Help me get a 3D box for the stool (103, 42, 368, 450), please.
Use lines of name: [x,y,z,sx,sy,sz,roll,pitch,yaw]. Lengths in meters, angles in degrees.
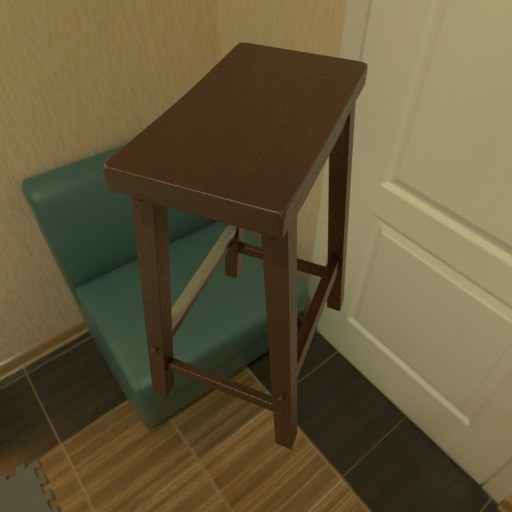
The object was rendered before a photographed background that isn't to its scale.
stool: [0.000,0.000,0.840,0.322,0.610,0.406,17,49,15]
